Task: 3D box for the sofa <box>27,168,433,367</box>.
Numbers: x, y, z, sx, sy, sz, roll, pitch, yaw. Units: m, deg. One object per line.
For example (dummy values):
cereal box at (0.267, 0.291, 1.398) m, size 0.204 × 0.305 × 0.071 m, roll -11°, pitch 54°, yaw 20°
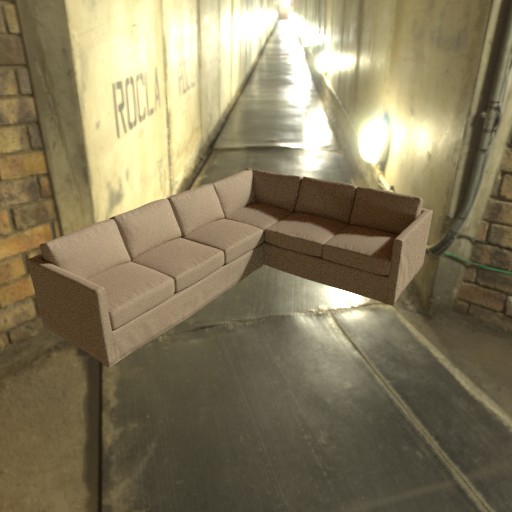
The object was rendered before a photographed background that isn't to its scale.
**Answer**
sofa at (0.000, 0.000, 4.302) m, size 2.432 × 0.871 × 3.182 m, roll 17°, pitch 30°, yaw 31°
